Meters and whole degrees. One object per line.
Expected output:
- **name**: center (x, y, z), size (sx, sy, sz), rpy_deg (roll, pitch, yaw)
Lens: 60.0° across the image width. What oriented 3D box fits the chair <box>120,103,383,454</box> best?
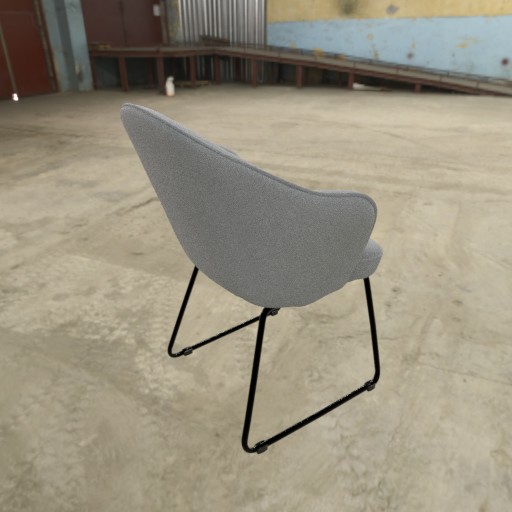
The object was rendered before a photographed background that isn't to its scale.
- **chair**: center (0.000, 0.000, 1.191), size (0.592, 0.817, 0.570), rpy_deg (-17, 31, -31)
